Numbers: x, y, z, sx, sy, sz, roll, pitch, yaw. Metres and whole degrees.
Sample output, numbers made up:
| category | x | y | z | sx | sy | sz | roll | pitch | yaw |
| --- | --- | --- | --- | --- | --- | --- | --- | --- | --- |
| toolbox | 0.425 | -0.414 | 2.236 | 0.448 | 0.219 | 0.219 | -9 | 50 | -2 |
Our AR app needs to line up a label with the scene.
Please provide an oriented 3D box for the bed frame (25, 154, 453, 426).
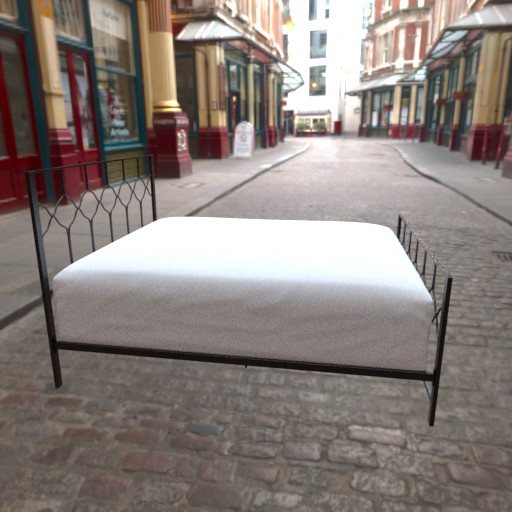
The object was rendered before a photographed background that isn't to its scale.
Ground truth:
| category | x | y | z | sx | sy | sz | roll | pitch | yaw |
| --- | --- | --- | --- | --- | --- | --- | --- | --- | --- |
| bed frame | 0.000 | 0.000 | 2.961 | 2.063 | 1.222 | 1.597 | 3 | 16 | 9 |
